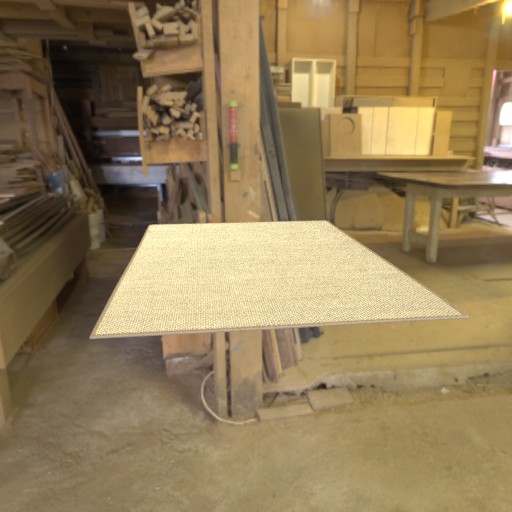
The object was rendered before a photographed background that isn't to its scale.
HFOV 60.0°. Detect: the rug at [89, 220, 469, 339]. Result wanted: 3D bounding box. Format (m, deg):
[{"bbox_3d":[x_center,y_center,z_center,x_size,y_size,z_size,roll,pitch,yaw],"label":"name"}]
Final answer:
[{"bbox_3d":[0.000,0.000,2.738,1.517,0.013,2.115,-2,16,-7],"label":"rug"}]
